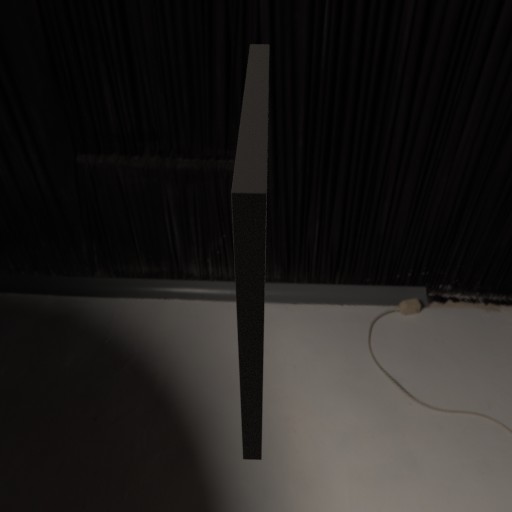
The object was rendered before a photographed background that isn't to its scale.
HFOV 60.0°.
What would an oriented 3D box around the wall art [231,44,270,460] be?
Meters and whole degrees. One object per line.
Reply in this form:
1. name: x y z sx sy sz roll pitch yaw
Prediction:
1. wall art: 0.000 0.000 0.555 0.024 0.404 0.329 1 41 1
